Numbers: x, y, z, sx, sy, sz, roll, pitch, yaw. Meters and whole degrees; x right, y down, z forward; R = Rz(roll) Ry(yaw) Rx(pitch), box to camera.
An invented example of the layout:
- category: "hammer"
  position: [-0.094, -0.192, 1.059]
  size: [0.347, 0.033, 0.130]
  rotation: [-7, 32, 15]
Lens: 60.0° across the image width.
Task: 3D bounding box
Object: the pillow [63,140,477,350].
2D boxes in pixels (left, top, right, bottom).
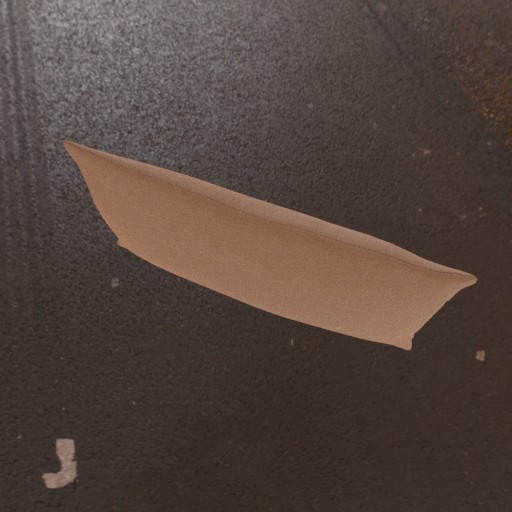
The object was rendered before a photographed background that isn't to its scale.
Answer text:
- category: "pillow"
  position: [0.000, 0.000, 0.732]
  size: [0.612, 0.308, 0.148]
  rotation: [19, 64, 10]
